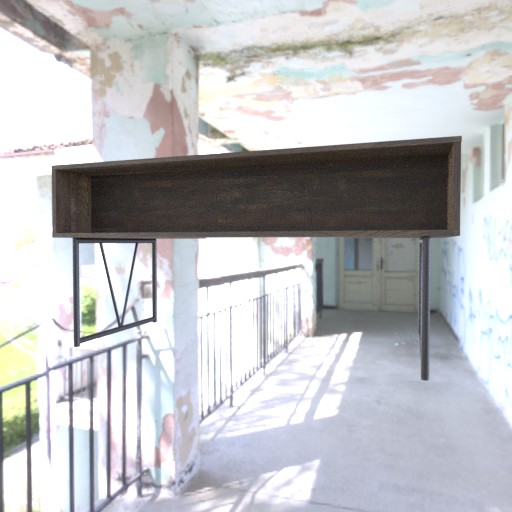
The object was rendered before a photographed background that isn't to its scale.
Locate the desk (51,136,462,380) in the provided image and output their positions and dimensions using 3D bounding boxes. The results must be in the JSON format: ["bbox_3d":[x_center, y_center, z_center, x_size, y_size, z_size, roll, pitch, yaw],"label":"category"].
[{"bbox_3d":[0.000,0.000,1.988,1.600,0.780,0.730,1,2,19],"label":"desk"}]
